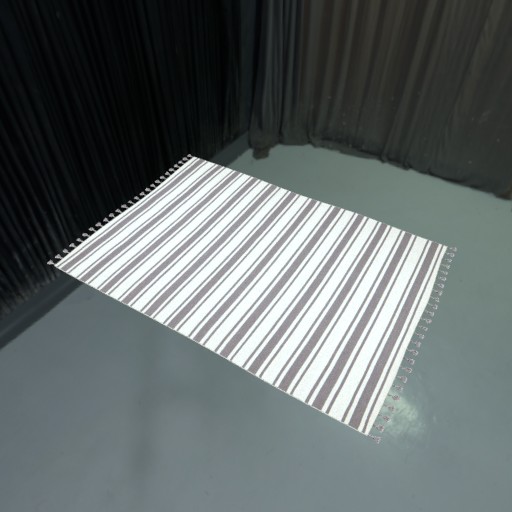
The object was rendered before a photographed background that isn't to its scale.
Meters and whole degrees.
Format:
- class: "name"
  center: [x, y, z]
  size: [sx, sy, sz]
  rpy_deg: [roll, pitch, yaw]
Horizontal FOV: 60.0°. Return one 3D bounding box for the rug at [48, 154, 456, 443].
- class: "rug"
  center: [0.000, 0.000, 3.903]
  size: [3.040, 0.017, 2.030]
  rpy_deg: [23, 49, 22]
